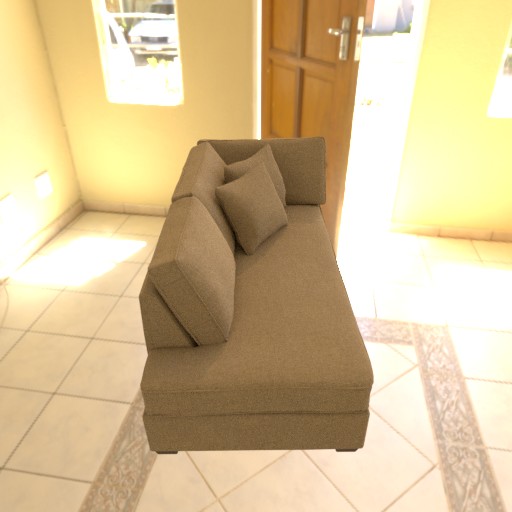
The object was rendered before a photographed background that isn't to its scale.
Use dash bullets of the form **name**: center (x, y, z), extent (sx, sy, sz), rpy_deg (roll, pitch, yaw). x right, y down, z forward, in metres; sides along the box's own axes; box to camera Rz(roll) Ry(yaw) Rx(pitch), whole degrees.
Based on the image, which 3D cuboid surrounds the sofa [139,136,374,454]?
- **sofa**: center (0.000, 0.000, 2.869), extent (1.110, 1.019, 2.238), rpy_deg (0, 32, 0)
